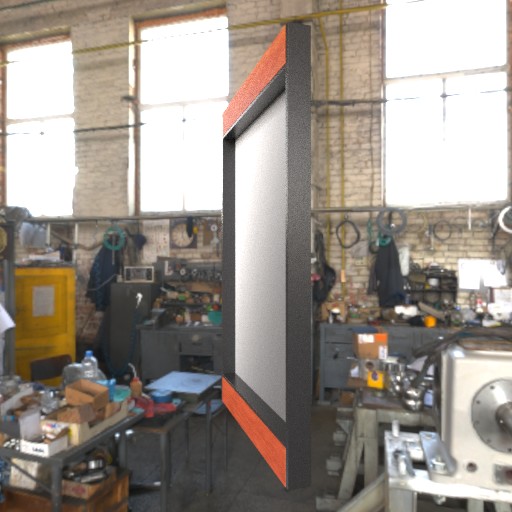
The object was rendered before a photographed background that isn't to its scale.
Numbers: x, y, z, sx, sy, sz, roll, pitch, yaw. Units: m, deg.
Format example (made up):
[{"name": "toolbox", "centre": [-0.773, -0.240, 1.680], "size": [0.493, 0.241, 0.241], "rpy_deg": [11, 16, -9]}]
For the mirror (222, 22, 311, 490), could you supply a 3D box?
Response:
[{"name": "mirror", "centre": [0.000, 0.000, 1.034], "size": [0.047, 0.823, 0.525], "rpy_deg": [0, 0, -17]}]
